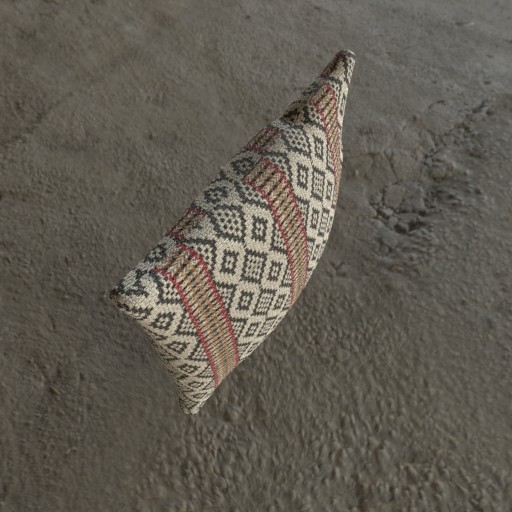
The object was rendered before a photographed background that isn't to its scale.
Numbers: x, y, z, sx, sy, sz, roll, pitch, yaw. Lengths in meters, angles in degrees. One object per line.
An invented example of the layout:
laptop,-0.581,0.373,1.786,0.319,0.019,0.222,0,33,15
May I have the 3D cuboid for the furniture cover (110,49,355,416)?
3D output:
furniture cover,0.000,0.000,0.763,0.182,0.506,0.503,30,63,17
